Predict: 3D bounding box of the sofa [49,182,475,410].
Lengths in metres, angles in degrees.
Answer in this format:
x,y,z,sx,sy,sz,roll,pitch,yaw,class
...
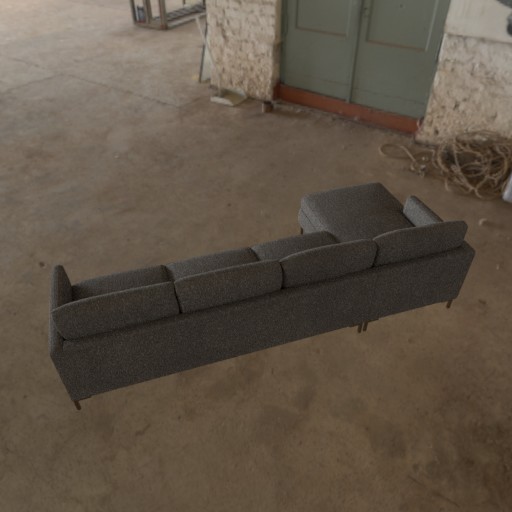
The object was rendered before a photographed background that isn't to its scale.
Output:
x,y,z,sx,sy,sz,roll,pitch,yaw,class
0.000,0.000,3.420,2.932,0.810,1.350,-12,42,-14,sofa
